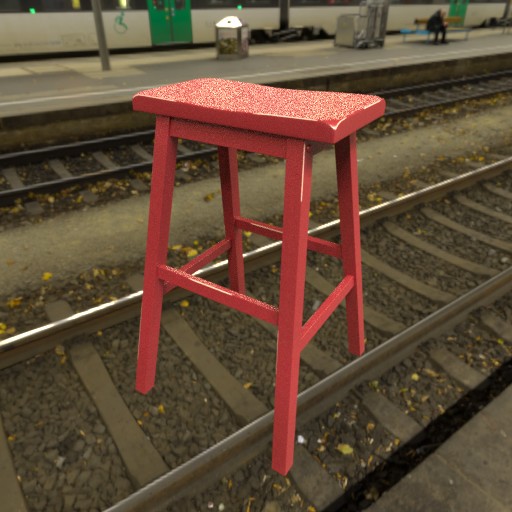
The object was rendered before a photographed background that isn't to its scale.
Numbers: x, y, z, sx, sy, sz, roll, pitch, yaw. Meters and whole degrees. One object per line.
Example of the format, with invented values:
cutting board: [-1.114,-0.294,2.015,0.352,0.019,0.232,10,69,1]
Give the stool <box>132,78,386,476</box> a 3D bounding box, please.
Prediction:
stool: [0.000,0.000,1.059,0.457,0.737,0.476,18,35,28]
